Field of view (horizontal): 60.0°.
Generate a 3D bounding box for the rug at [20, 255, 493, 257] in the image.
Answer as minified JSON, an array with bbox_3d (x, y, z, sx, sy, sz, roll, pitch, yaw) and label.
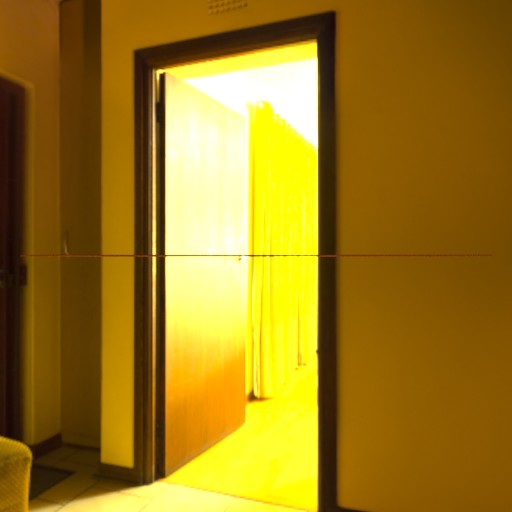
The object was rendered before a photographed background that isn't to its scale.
[{"bbox_3d":[0.000,0.000,3.034,2.438,0.008,1.523,0,0,0],"label":"rug"}]
